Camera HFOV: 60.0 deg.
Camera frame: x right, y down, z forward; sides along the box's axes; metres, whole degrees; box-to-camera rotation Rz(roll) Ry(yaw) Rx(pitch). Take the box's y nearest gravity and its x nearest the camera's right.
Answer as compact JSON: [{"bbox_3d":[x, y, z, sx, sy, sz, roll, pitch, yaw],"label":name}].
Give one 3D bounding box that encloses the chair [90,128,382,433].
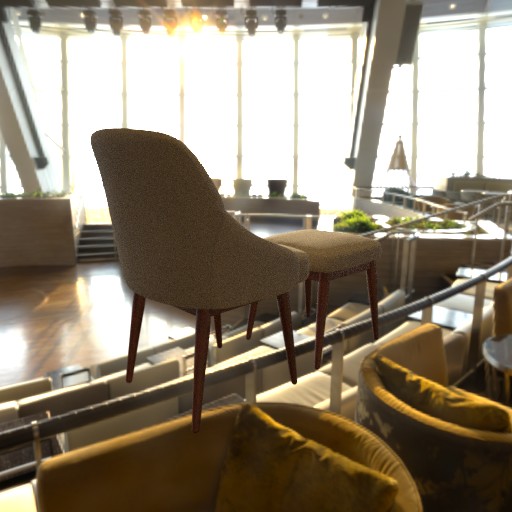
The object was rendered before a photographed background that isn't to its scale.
[{"bbox_3d":[0.000,0.000,1.645,1.114,0.866,0.584,-12,17,-42],"label":"chair"}]
